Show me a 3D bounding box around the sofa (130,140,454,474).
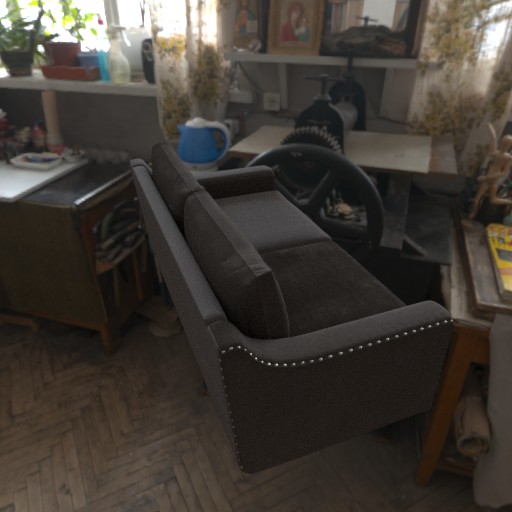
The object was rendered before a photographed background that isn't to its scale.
[{"bbox_3d":[0.000,0.000,3.205,1.336,1.196,2.550,-12,33,-19],"label":"sofa"}]
